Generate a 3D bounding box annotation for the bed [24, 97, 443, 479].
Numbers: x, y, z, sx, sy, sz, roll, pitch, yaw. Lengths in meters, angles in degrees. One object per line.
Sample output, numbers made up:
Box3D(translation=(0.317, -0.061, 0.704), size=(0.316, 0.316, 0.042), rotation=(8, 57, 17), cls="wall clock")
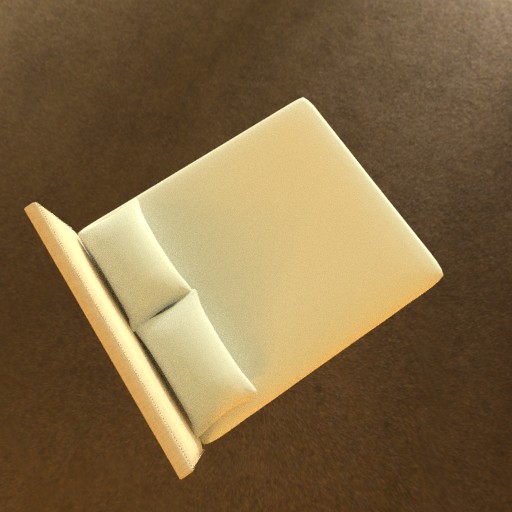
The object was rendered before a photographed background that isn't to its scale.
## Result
Box3D(translation=(0.000, 0.000, 2.781), size=(1.876, 1.016, 1.616), rotation=(-33, 78, -8), cls="bed")
